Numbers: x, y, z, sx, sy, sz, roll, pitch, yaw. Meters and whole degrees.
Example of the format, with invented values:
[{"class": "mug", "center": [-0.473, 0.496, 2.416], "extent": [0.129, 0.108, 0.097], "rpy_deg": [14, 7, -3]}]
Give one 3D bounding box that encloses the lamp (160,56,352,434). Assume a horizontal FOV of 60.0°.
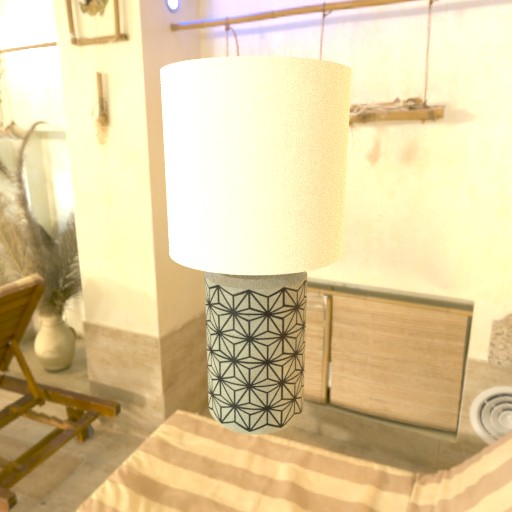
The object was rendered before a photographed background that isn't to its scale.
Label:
[{"class": "lamp", "center": [0.000, 0.000, 0.540], "extent": [0.206, 0.416, 0.206], "rpy_deg": [7, 16, 24]}]
